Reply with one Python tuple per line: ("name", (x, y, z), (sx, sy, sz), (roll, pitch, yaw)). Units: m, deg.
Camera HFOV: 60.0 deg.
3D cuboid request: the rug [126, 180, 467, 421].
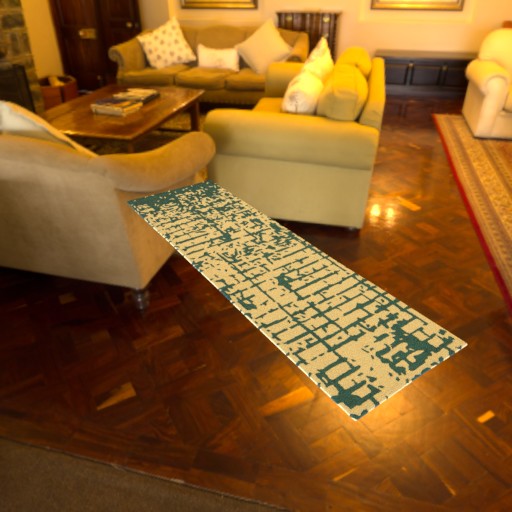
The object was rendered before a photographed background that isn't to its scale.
("rug", (0.000, 0.000, 2.764), (0.750, 0.011, 2.435), (-20, 38, -29))
